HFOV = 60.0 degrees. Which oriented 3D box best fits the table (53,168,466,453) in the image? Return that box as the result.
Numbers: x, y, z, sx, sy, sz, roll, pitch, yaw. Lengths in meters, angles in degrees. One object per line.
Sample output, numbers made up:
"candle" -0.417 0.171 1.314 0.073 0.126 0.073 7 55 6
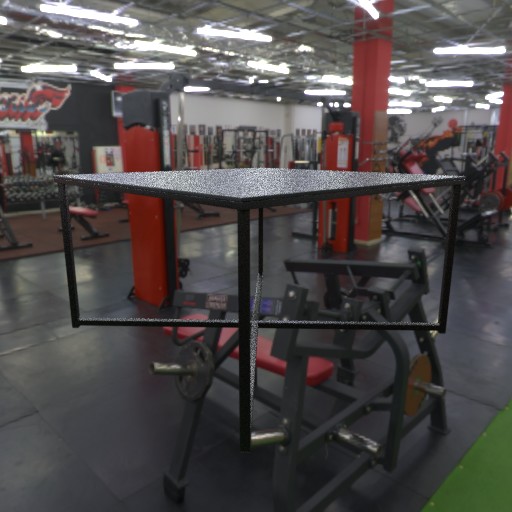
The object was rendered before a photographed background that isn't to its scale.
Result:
"table" 0.000 0.000 1.263 0.800 0.450 0.800 -12 18 -41
